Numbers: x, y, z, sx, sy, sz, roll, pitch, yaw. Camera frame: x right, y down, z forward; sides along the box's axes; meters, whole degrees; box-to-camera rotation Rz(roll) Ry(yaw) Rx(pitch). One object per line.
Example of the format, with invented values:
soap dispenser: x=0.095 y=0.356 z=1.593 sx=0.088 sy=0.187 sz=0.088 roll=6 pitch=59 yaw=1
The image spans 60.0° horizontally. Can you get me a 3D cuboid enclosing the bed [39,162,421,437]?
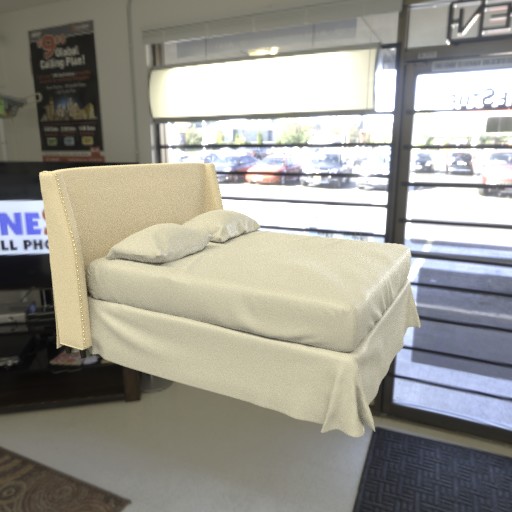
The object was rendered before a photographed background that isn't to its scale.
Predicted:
bed: x=0.000 y=0.000 z=3.372 sx=2.276 sy=1.332 sz=1.925 roll=7 pitch=16 yaw=27
